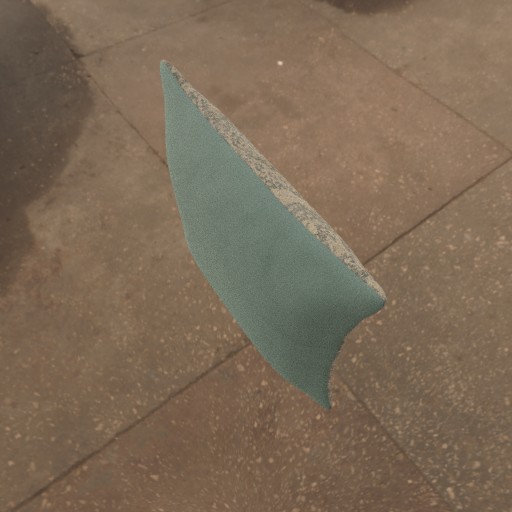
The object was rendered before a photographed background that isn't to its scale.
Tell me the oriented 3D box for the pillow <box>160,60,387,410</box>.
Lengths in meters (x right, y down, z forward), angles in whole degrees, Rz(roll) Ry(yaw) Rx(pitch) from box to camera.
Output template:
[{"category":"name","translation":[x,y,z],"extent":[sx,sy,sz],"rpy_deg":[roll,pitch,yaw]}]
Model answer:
[{"category":"pillow","translation":[0.000,0.000,0.812],"extent":[0.166,0.507,0.526],"rpy_deg":[-30,62,-17]}]
